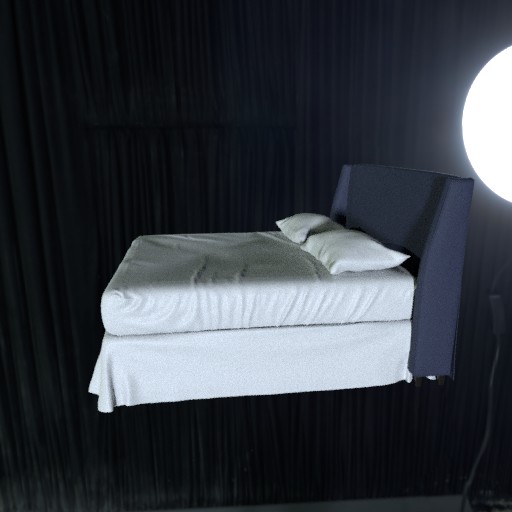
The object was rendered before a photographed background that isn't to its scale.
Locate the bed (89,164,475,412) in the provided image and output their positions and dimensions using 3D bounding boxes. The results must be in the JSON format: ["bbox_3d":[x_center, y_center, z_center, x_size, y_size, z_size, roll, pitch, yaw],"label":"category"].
[{"bbox_3d":[0.000,0.000,3.422,2.276,1.332,1.925,-2,14,-8],"label":"bed"}]
